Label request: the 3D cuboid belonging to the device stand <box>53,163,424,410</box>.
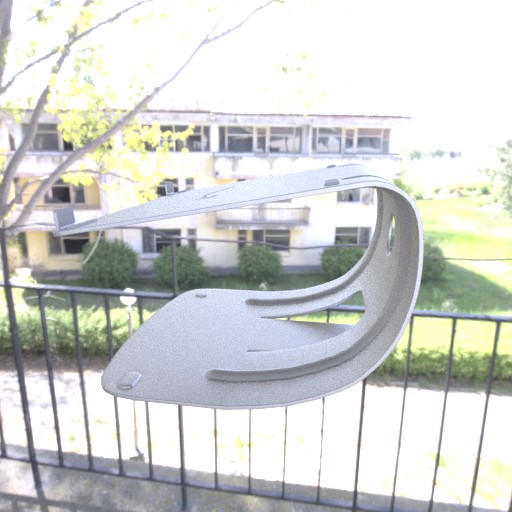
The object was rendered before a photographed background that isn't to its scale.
[{"bbox_3d":[0.000,0.000,0.397,0.236,0.155,0.256,2,14,9],"label":"device stand"}]
